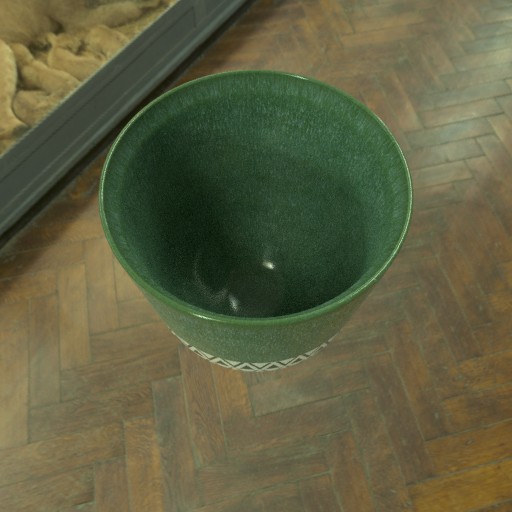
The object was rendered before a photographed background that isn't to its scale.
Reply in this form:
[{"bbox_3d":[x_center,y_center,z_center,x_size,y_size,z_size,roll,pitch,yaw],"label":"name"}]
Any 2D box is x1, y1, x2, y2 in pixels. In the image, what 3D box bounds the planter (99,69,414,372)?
[{"bbox_3d":[0.000,0.000,0.371,0.195,0.214,0.195,0,62,0],"label":"planter"}]
